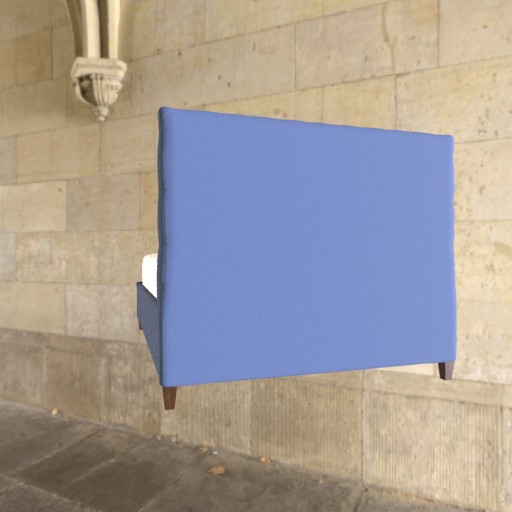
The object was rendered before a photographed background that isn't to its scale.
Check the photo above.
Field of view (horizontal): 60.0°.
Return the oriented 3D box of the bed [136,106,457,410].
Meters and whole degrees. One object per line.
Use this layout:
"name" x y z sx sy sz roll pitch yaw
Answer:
"bed" 0.000 0.000 3.429 1.706 1.427 2.387 0 0 -18
